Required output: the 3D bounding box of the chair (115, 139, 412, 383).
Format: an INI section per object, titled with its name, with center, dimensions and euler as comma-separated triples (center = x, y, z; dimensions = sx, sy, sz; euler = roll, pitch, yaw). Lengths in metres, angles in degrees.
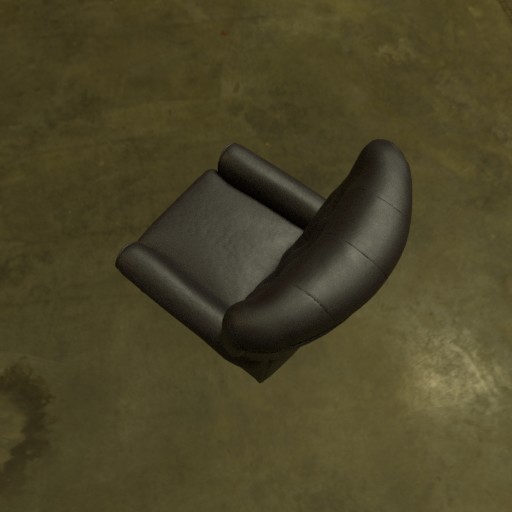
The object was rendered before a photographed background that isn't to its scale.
[chair]
center = 0.000, 0.000, 1.991
dimensions = 1.058, 1.158, 0.948
euler = 35, 69, 16
